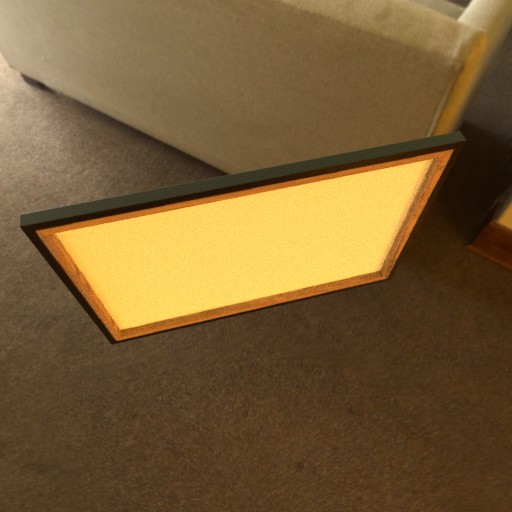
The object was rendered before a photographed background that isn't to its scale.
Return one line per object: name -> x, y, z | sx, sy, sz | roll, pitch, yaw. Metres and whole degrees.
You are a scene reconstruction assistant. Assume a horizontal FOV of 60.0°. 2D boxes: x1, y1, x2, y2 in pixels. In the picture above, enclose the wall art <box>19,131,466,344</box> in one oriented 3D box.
wall art -> 0.000, 0.000, 0.831 | 0.659, 0.446, 0.022 | -12, 59, -7
